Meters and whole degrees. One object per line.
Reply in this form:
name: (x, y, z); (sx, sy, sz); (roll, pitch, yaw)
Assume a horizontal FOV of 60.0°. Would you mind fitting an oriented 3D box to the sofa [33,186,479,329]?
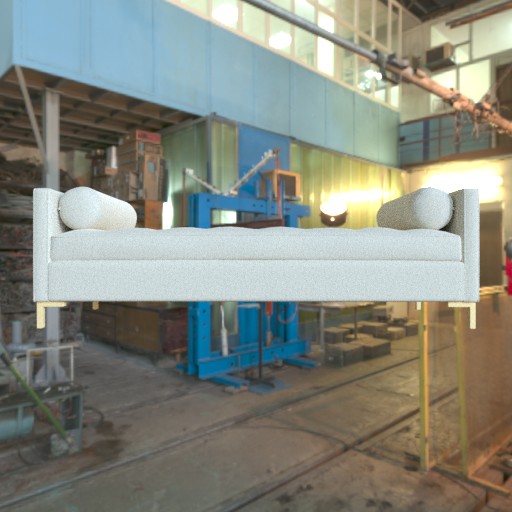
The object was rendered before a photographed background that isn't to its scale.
sofa: (0.000, 0.000, 2.309); (1.985, 0.641, 0.746); (0, 0, 0)
